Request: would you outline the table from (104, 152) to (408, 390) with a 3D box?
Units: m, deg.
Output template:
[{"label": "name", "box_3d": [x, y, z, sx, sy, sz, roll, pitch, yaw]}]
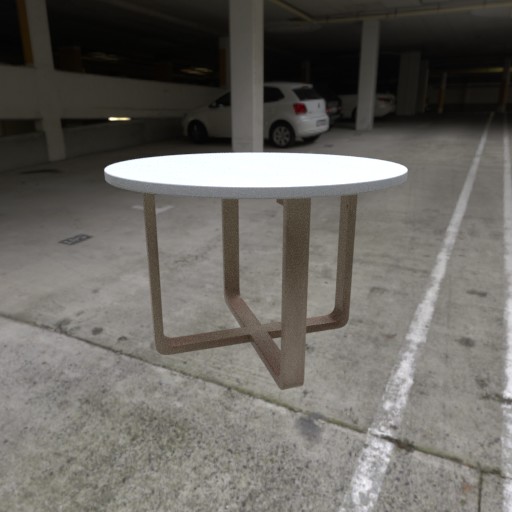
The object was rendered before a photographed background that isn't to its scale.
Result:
[{"label": "table", "box_3d": [0.000, 0.000, 0.981, 0.600, 0.400, 0.600, 0, 18, 0]}]
